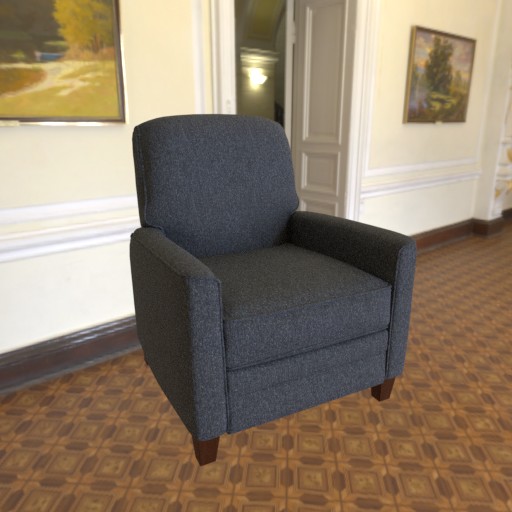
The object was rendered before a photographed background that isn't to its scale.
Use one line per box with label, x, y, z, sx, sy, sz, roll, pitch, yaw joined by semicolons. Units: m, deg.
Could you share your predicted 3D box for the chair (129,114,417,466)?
chair;0.000;0.000;1.646;0.839;1.016;0.850;-8;19;-26
